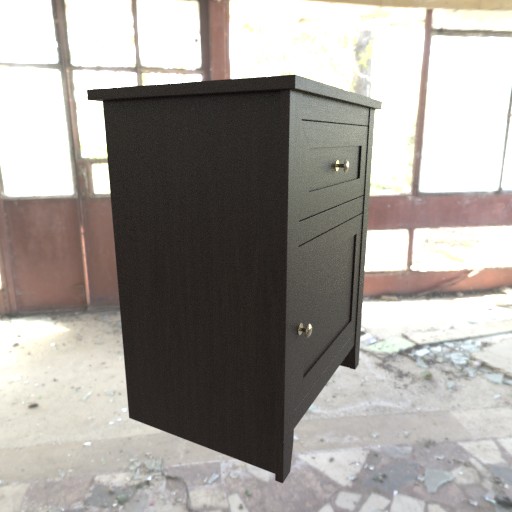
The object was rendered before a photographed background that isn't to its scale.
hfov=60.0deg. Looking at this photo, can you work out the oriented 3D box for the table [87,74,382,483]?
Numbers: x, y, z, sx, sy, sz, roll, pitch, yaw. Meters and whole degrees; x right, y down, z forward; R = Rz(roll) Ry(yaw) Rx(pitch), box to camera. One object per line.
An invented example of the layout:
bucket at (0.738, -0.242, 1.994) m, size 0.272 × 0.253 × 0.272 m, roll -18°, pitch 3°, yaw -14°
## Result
table at (0.000, 0.000, 0.933) m, size 0.381 × 0.635 × 0.480 m, roll 8°, pitch 17°, yaw 27°
